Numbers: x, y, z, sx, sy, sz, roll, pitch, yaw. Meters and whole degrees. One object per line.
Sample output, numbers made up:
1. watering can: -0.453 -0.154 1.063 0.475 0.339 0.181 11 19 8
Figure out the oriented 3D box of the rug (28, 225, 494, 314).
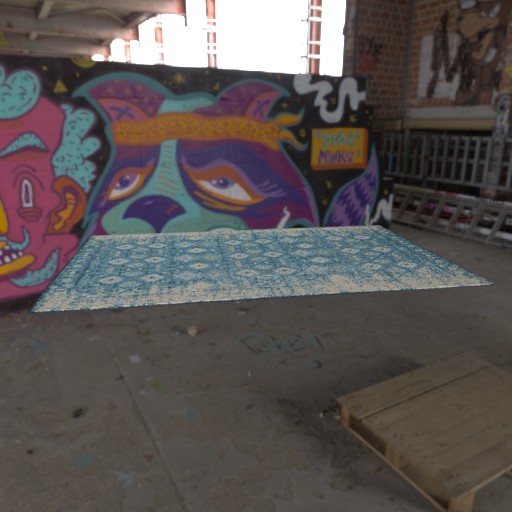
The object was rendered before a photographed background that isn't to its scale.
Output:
1. rug: 0.000 0.000 2.994 2.449 0.015 1.530 -3 17 -9
